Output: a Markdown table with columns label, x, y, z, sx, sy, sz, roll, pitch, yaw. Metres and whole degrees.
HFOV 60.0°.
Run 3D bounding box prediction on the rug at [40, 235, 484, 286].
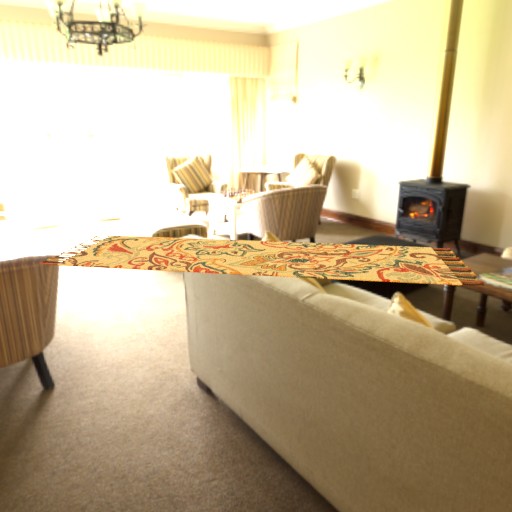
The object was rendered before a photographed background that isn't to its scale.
| label | x | y | z | sx | sy | sz | roll | pitch | yaw |
| --- | --- | --- | --- | --- | --- | --- | --- | --- | --- |
| rug | 0.000 | 0.000 | 2.998 | 2.682 | 0.015 | 0.763 | 2 | 17 | 8 |
